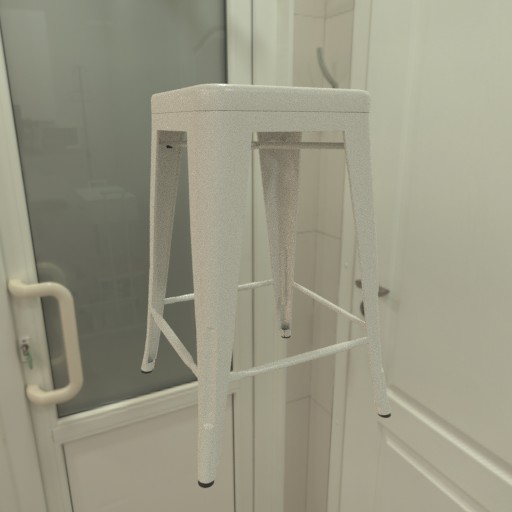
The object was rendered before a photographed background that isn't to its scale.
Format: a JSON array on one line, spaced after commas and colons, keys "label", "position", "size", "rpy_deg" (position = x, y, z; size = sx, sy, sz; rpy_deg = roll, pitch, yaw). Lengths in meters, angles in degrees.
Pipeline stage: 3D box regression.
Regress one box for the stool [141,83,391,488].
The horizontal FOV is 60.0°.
[{"label": "stool", "position": [0.000, 0.000, 0.876], "size": [0.406, 0.610, 0.406], "rpy_deg": [-8, 19, -26]}]
